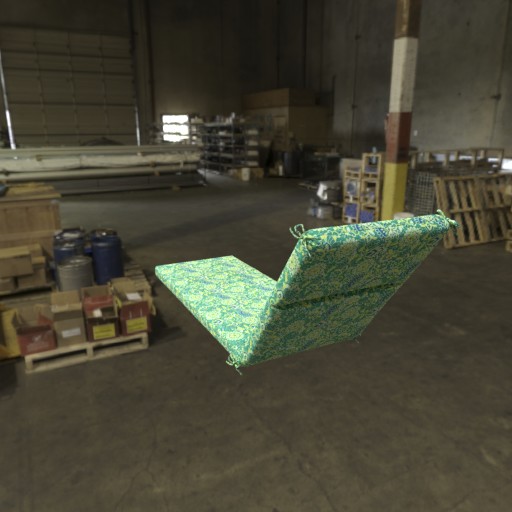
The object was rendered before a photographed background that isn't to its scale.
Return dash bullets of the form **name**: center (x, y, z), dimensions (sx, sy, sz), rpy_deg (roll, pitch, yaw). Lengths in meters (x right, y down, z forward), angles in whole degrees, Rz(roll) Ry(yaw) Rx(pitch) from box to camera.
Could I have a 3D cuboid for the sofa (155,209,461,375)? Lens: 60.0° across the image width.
- **sofa**: center (0.000, 0.000, 1.994), dimensions (0.582, 0.622, 1.663), rpy_deg (-8, 18, -26)
